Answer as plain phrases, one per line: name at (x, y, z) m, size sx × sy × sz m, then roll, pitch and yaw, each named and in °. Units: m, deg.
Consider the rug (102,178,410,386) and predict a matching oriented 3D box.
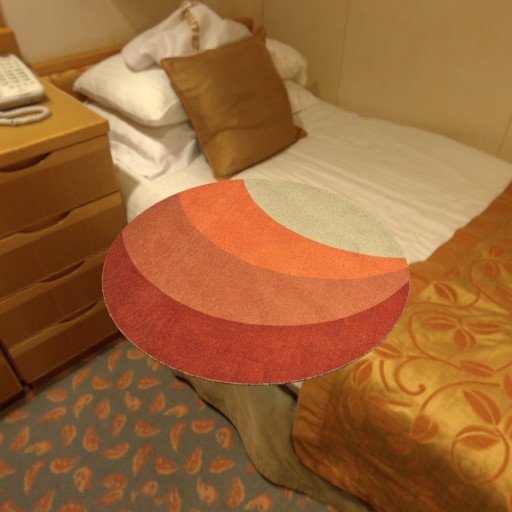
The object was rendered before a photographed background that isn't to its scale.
rug at (0.000, 0.000, 2.254) m, size 1.514 × 0.015 × 1.514 m, roll 0°, pitch 40°, yaw 0°
